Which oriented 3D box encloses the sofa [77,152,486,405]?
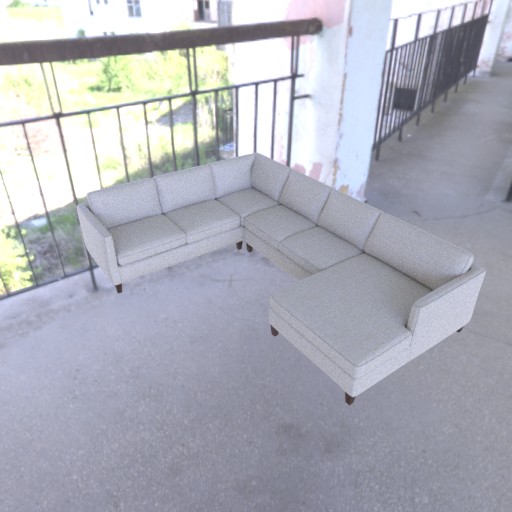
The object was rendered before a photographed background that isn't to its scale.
[{"bbox_3d":[0.000,0.000,4.490,2.551,0.889,3.403,-21,38,-29],"label":"sofa"}]
